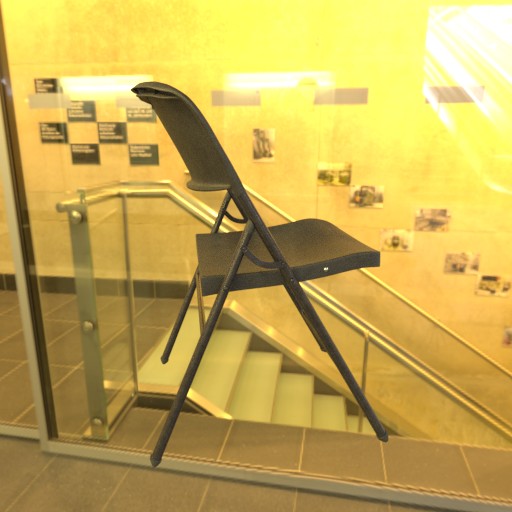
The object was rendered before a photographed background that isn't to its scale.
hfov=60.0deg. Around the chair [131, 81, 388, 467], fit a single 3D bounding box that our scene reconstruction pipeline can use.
[{"bbox_3d":[0.000,0.000,1.139,0.566,0.810,0.494,-2,15,-9],"label":"chair"}]
